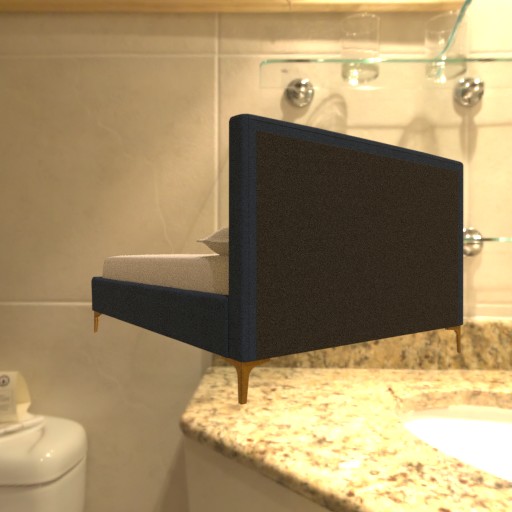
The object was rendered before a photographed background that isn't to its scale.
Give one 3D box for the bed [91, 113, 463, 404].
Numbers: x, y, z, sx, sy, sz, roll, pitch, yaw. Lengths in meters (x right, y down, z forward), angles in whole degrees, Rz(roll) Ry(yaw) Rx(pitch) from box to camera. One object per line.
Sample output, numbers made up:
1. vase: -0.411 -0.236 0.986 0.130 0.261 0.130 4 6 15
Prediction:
1. bed: 0.000 0.000 3.197 1.723 1.231 2.172 0 0 -36
